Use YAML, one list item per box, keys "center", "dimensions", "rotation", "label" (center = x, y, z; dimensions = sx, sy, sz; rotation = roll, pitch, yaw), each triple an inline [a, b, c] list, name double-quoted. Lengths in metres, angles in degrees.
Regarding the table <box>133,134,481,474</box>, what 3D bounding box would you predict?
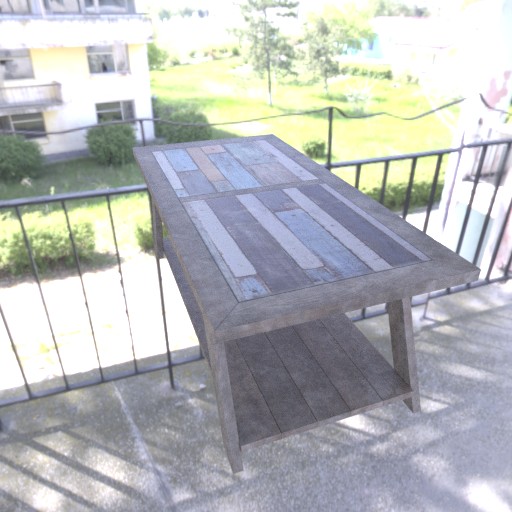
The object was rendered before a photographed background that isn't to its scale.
- center: [0.000, 0.000, 1.498]
  dimensions: [0.610, 0.470, 1.219]
  rotation: [-10, 32, -17]
  label: "table"
